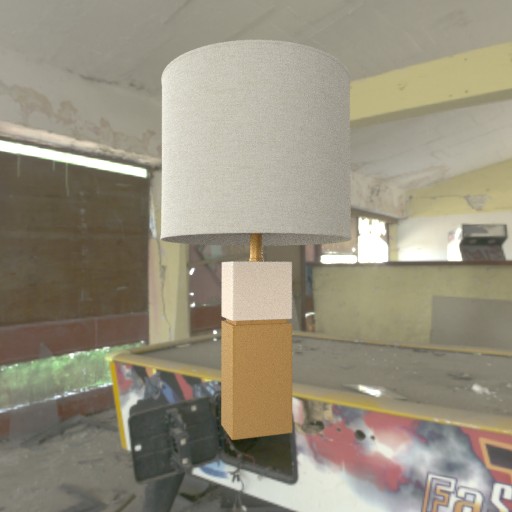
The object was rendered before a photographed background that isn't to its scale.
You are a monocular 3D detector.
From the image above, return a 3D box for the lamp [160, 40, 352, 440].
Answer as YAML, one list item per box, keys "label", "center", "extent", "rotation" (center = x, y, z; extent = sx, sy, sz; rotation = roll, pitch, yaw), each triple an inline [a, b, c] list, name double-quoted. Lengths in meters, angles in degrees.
- label: "lamp"
  center: [0.000, 0.000, 0.541]
  extent: [0.229, 0.417, 0.229]
  rotation: [1, -2, -18]
